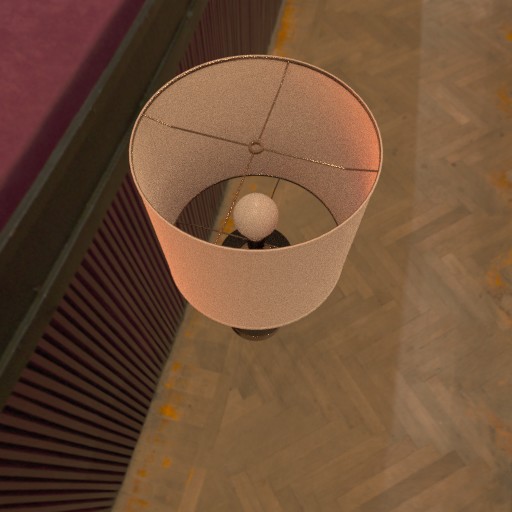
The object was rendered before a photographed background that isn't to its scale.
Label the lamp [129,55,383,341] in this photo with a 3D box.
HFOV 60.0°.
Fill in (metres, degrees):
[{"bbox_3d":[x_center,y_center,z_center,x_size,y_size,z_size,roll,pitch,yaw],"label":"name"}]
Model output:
[{"bbox_3d":[0.000,0.000,0.638,0.241,0.482,0.240,16,64,8],"label":"lamp"}]
